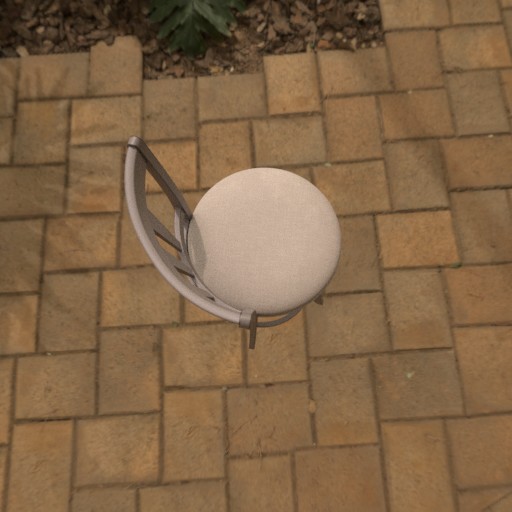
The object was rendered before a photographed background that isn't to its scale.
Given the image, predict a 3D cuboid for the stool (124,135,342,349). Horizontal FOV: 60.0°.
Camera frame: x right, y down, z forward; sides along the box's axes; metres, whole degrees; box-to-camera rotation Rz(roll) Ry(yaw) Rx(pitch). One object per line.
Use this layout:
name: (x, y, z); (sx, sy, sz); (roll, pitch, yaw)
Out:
stool: (0.000, 0.000, 1.315); (0.475, 1.023, 0.436); (-32, 77, -8)
